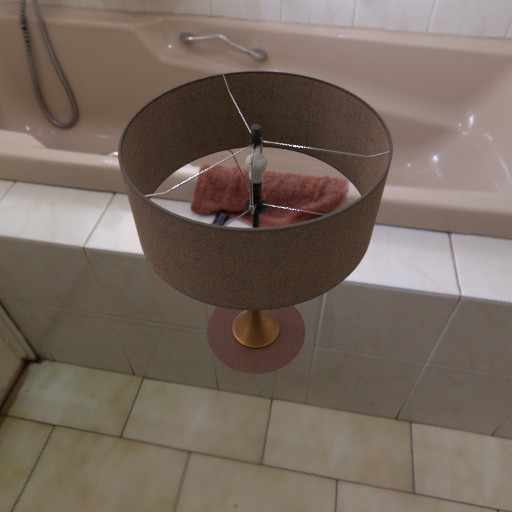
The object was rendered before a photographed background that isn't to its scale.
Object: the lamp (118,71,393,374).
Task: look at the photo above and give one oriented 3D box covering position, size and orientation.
[{"bbox_3d":[0.000,0.000,0.847,0.396,0.551,0.417,9,48,9],"label":"lamp"}]
